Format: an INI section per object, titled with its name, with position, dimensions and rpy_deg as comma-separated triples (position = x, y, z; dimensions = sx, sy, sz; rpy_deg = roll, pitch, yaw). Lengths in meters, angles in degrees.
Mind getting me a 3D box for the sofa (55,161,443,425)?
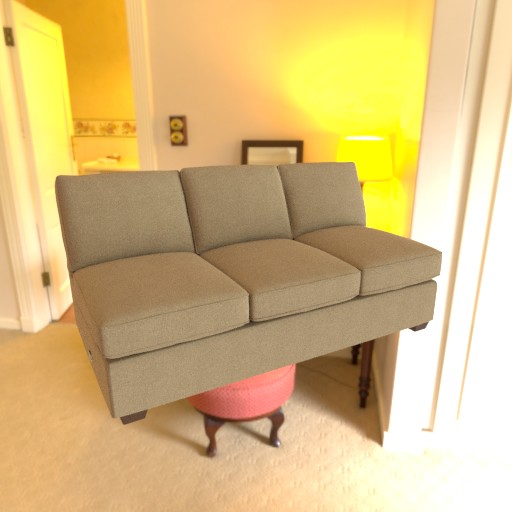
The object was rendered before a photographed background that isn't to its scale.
[sofa]
position = 0.000, 0.000, 2.710
dimensions = 2.092, 1.036, 1.127
rpy_deg = -10, 20, -28
